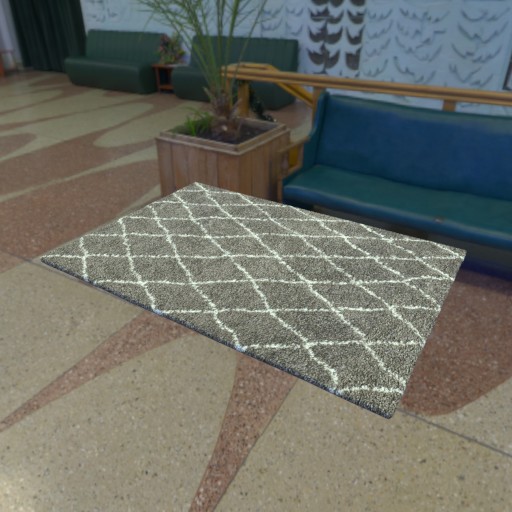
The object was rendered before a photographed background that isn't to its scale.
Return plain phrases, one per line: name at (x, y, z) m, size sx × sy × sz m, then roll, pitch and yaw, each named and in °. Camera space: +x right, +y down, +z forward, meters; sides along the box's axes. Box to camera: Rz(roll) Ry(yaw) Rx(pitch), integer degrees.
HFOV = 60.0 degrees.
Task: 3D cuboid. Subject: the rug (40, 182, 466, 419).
rug at (0.000, 0.000, 2.230) m, size 1.778 × 0.030 × 1.219 m, roll 18°, pitch 35°, yaw 28°
